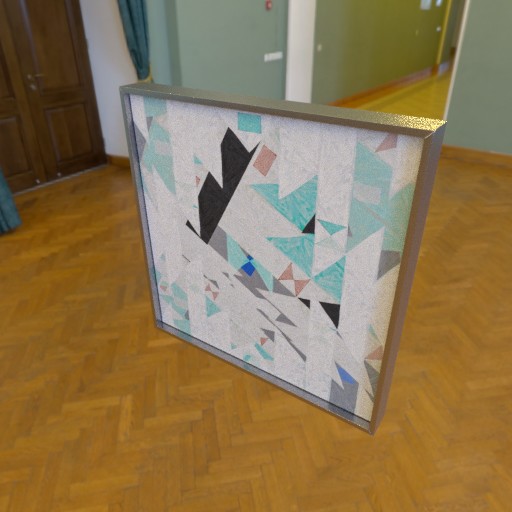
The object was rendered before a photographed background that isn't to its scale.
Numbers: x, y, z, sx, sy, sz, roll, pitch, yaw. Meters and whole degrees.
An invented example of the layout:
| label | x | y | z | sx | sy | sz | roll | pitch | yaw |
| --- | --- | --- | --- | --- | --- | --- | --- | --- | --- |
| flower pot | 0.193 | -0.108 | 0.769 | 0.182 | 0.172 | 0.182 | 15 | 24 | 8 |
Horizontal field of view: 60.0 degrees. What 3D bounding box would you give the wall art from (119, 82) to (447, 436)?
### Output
| label | x | y | z | sx | sy | sz | roll | pitch | yaw |
| --- | --- | --- | --- | --- | --- | --- | --- | --- | --- |
| wall art | 0.000 | 0.000 | 0.519 | 0.350 | 0.350 | 0.038 | 19 | 35 | 29 |
